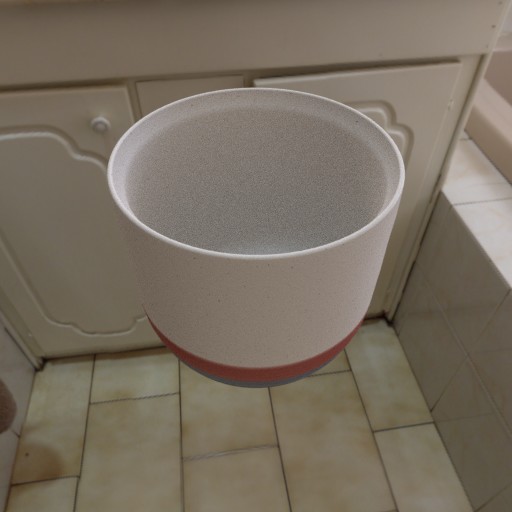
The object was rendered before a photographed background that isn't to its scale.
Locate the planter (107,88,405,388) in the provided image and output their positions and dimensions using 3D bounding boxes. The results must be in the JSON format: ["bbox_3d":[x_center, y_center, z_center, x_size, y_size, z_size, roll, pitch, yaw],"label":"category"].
[{"bbox_3d":[0.000,0.000,0.501,0.268,0.270,0.268,0,46,0],"label":"planter"}]
